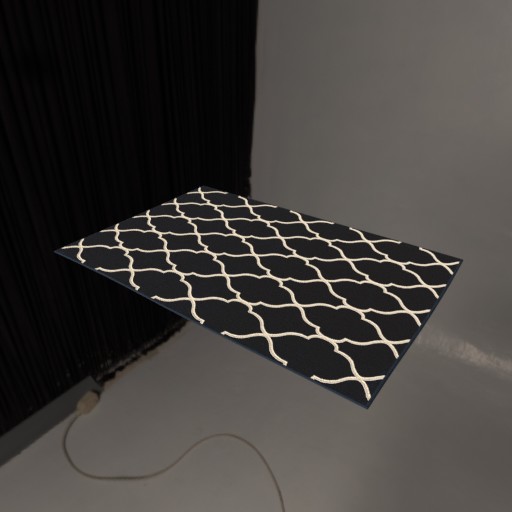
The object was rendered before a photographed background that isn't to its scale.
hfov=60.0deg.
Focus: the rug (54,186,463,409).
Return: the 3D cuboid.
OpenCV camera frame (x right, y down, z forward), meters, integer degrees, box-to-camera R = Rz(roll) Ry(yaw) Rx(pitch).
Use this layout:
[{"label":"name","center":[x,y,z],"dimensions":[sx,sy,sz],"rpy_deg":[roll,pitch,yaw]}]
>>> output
[{"label":"rug","center":[0.000,0.000,2.961],"dimensions":[2.294,0.014,1.528],"rpy_deg":[20,36,31]}]
